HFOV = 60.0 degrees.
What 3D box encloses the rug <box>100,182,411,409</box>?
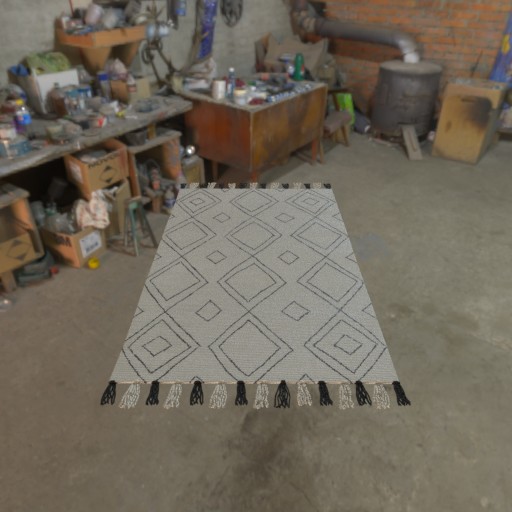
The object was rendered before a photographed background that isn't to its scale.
[{"bbox_3d":[0.000,0.000,3.307,1.524,0.021,2.755,0,32,0],"label":"rug"}]
